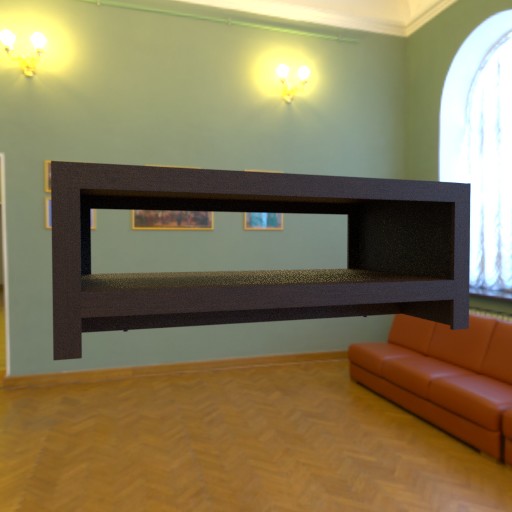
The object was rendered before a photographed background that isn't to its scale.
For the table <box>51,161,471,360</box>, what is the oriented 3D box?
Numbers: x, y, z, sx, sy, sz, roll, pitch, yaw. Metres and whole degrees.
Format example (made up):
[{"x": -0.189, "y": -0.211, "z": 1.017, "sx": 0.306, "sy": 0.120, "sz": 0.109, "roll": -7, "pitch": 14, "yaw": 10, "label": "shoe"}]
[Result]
[{"x": 0.000, "y": 0.000, "z": 1.386, "sx": 1.099, "sy": 0.424, "sz": 0.597, "roll": -1, "pitch": 2, "yaw": -18, "label": "table"}]
